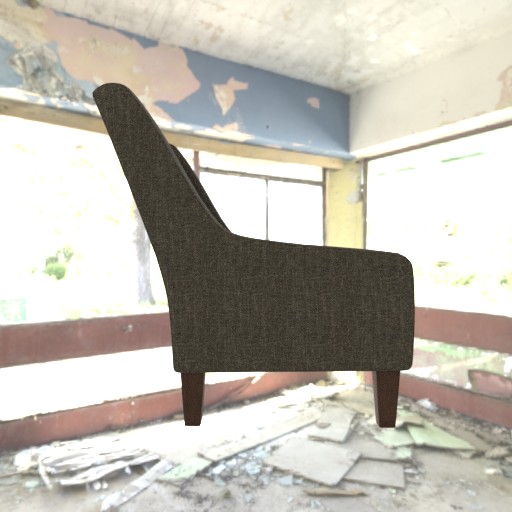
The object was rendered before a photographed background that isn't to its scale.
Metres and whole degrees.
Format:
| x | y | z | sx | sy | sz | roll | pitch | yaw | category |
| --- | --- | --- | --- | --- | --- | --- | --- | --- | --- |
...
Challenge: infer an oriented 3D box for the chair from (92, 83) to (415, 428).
| x | y | z | sx | sy | sz | roll | pitch | yaw | category |
| --- | --- | --- | --- | --- | --- | --- | --- | --- | --- |
| 0.000 | 0.000 | 1.658 | 0.944 | 1.012 | 0.793 | 0 | 0 | 1 | chair |
